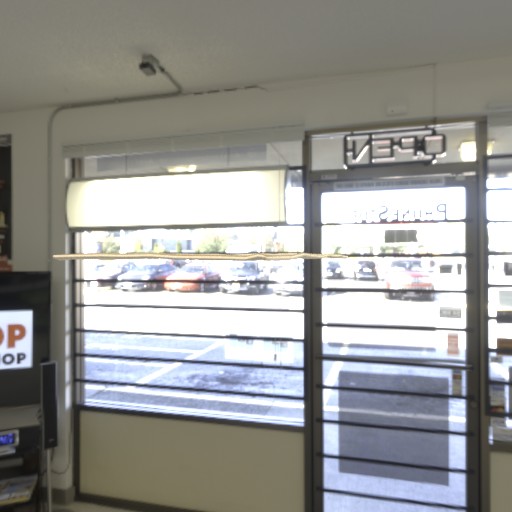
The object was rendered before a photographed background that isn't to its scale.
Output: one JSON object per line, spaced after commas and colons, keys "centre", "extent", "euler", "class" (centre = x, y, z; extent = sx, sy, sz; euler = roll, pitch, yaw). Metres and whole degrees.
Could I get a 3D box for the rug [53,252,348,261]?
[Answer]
{"centre": [0.000, 0.000, 2.651], "extent": [0.831, 0.036, 2.381], "euler": [0, 0, 18], "class": "rug"}
